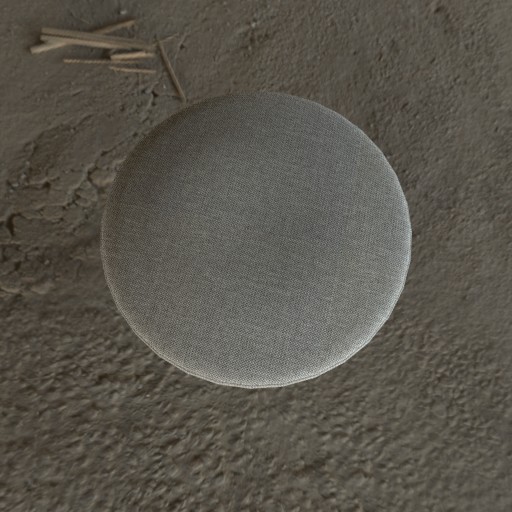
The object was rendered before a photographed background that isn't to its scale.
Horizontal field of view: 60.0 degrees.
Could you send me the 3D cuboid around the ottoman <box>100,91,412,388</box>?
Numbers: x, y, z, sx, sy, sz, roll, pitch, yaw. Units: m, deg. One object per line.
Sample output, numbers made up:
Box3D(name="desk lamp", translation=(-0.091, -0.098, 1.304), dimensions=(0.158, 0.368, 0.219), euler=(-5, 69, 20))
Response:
Box3D(name="ottoman", translation=(0.000, 0.000, 0.886), dimensions=(0.500, 0.419, 0.500), euler=(0, 75, 0))
